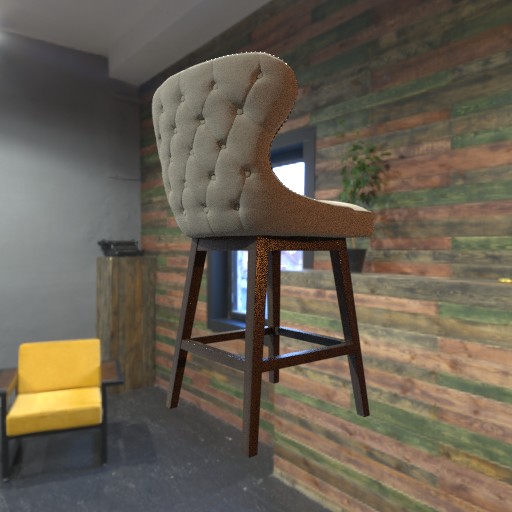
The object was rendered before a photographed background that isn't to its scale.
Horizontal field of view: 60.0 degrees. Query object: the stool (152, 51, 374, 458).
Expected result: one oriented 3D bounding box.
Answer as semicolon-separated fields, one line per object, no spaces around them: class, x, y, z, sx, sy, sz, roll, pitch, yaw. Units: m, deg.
stool;0.000;0.000;1.362;0.597;0.972;0.615;-1;1;-38
